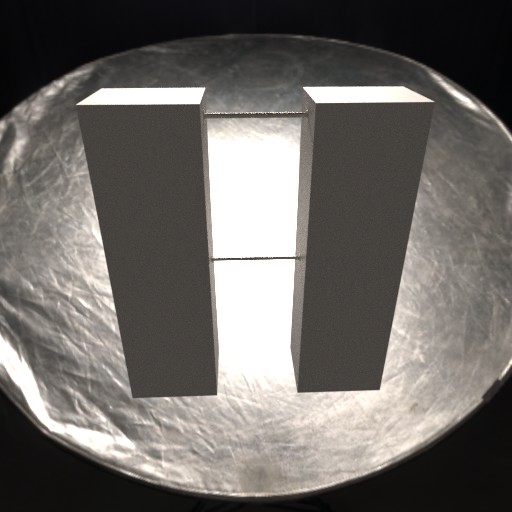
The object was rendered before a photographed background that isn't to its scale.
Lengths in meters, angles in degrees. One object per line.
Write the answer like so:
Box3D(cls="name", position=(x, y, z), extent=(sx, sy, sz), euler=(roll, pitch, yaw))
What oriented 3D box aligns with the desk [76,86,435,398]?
Box3D(cls="desk", position=(0.000, 0.000, 2.885), extent=(1.770, 2.000, 0.480), euler=(-1, 30, -2))
